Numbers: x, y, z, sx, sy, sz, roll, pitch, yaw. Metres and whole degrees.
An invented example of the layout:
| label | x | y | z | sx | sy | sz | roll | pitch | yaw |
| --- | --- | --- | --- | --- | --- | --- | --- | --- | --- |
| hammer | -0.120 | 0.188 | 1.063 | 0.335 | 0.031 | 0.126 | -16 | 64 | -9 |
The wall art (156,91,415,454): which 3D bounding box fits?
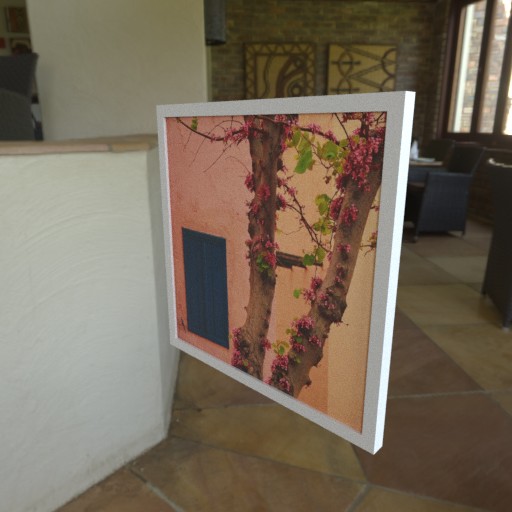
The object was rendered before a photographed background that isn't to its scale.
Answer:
| label | x | y | z | sx | sy | sz | roll | pitch | yaw |
| --- | --- | --- | --- | --- | --- | --- | --- | --- | --- |
| wall art | 0.000 | 0.000 | 1.148 | 0.762 | 0.762 | 0.038 | 15 | 22 | 42 |
